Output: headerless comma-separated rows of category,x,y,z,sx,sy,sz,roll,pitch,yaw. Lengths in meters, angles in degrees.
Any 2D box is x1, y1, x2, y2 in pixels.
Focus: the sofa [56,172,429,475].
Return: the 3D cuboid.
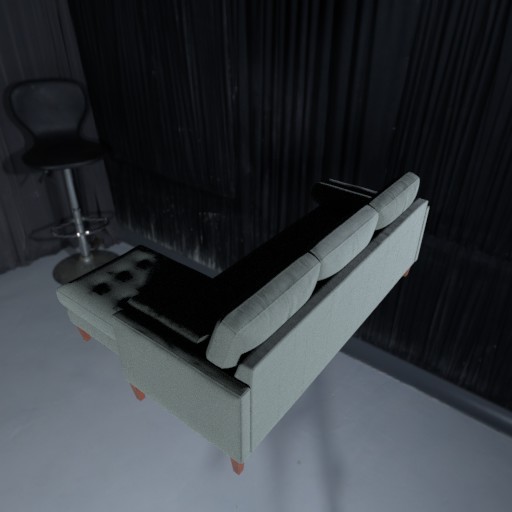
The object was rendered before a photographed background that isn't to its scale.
sofa,0.000,0.000,2.942,1.506,0.876,2.178,23,39,31
